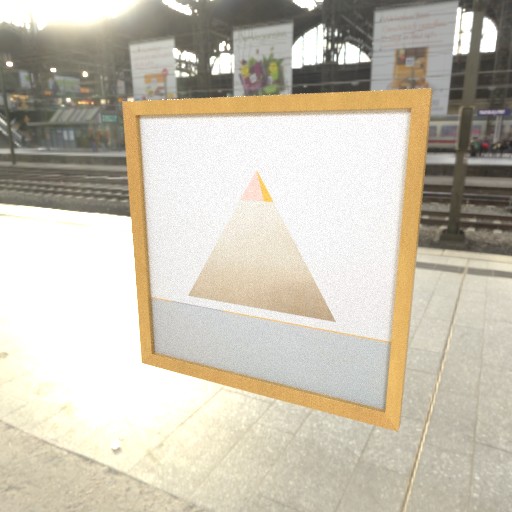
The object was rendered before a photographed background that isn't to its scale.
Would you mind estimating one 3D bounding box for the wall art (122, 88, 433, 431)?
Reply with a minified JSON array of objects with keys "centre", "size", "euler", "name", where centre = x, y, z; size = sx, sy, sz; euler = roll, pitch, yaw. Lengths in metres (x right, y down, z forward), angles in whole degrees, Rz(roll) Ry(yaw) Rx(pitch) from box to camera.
[{"centre":[0.000,0.000,2.851],"size":[1.935,1.936,0.097],"euler":[7,17,25],"name":"wall art"}]
